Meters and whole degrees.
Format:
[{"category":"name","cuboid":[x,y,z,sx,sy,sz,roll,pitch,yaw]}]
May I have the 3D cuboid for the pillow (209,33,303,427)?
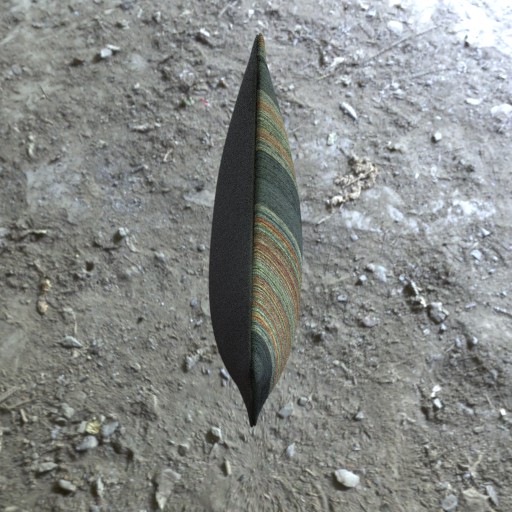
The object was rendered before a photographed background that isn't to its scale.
[{"category":"pillow","cuboid":[0.000,0.000,0.650,0.136,0.419,0.437,1,64,0]}]
